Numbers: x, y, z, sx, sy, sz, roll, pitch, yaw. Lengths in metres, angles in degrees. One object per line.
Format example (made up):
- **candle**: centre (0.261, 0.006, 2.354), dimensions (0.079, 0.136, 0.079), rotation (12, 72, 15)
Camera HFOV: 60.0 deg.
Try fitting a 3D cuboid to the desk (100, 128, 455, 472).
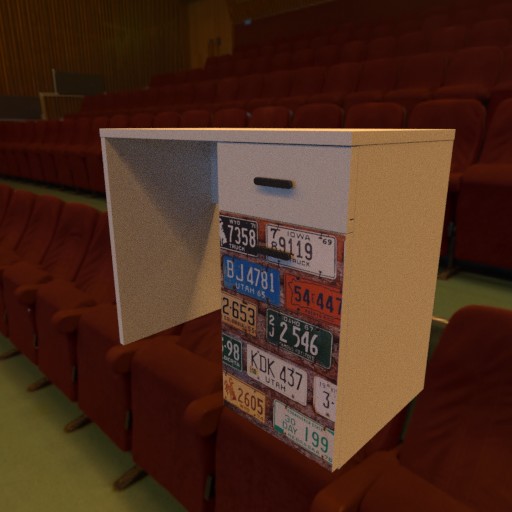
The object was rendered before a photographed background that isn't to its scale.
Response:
- **desk**: centre (0.000, 0.000, 1.325), dimensions (0.898, 0.730, 0.482), rotation (15, 22, 42)
